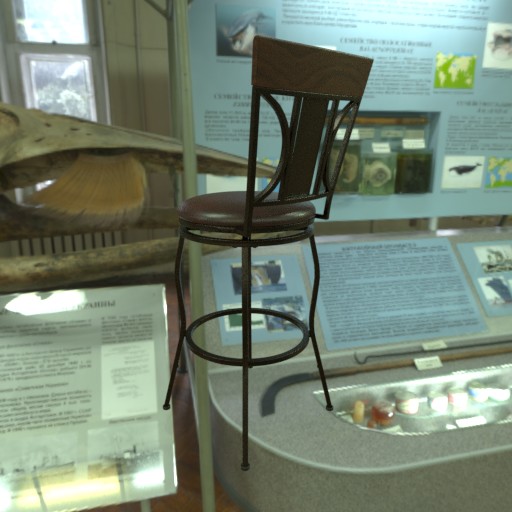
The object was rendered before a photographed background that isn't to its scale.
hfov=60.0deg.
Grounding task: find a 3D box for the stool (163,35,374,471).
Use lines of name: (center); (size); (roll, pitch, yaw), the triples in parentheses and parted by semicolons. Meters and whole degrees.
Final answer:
stool: (0.000, 0.000, 1.379); (0.448, 1.130, 0.513); (-15, 21, -42)
